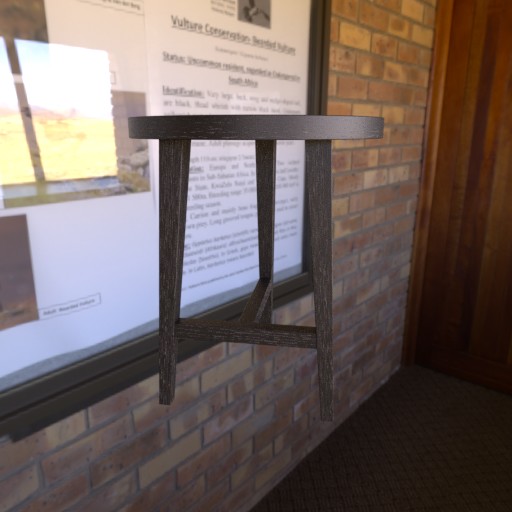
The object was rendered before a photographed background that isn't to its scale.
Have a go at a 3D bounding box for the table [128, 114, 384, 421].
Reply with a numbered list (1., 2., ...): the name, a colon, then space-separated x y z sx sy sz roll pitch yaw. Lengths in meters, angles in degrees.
1. table: 0.000 0.000 0.777 0.399 0.460 0.399 0 16 0
